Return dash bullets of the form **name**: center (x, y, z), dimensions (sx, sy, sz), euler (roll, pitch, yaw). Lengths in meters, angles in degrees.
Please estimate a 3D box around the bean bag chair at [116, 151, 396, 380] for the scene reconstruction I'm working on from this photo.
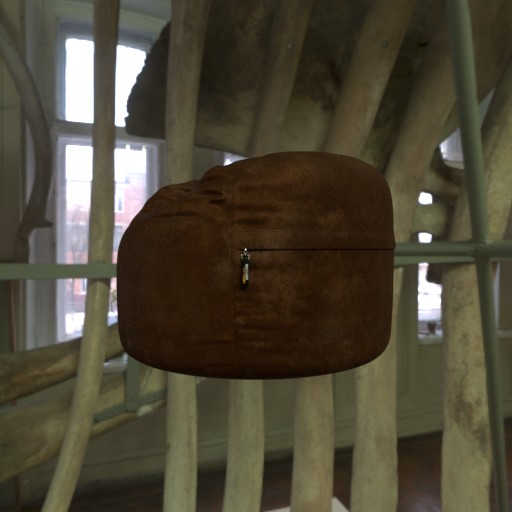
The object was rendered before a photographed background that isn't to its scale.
- **bean bag chair**: center (0.000, 0.000, 1.520), dimensions (0.918, 0.616, 0.918), euler (0, 1, 0)
